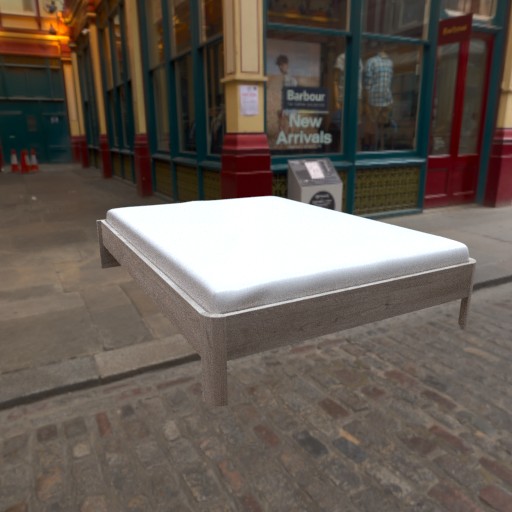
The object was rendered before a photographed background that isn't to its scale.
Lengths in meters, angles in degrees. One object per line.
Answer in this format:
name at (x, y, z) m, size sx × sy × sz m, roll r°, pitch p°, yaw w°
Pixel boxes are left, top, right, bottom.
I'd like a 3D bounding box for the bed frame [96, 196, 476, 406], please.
bed frame at (0.000, 0.000, 2.673) m, size 1.490 × 0.462 × 1.950 m, roll -9°, pitch 18°, yaw -28°
